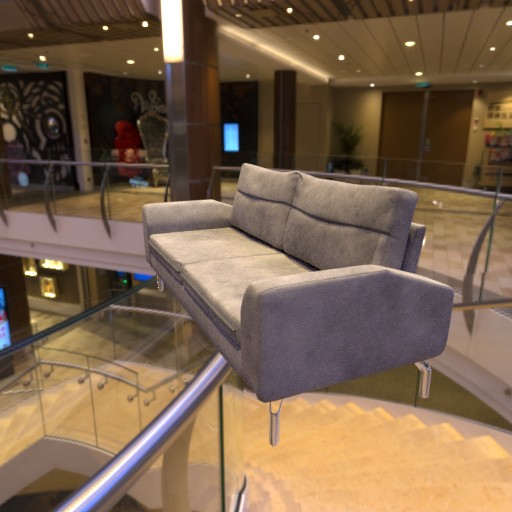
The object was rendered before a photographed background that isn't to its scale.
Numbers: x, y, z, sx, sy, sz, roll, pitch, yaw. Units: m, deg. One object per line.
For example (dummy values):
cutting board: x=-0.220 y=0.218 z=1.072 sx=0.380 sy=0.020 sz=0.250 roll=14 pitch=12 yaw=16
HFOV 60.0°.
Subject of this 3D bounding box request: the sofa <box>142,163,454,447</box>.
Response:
sofa: x=0.000 y=0.000 z=2.339 sx=0.849 sy=0.859 sz=1.837 roll=-7 pitch=17 yaw=-24
